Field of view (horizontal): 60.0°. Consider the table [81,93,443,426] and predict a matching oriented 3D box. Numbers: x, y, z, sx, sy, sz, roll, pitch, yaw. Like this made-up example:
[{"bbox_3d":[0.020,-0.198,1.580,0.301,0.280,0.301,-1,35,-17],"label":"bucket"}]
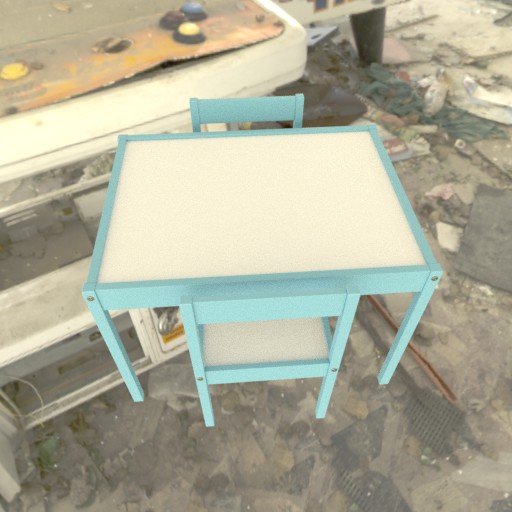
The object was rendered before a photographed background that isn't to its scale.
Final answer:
[{"bbox_3d":[0.000,0.000,1.088,0.639,0.503,0.633,-3,48,-3],"label":"table"}]
